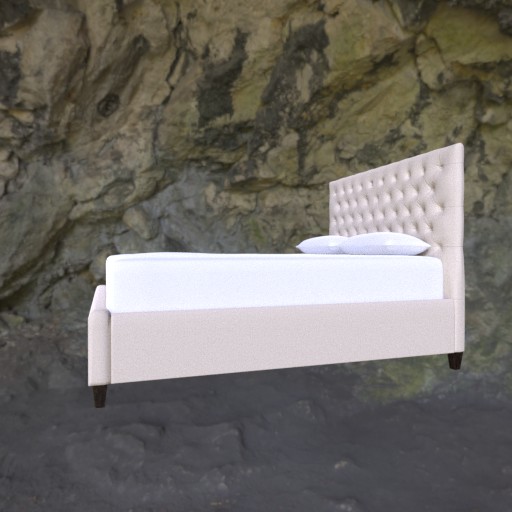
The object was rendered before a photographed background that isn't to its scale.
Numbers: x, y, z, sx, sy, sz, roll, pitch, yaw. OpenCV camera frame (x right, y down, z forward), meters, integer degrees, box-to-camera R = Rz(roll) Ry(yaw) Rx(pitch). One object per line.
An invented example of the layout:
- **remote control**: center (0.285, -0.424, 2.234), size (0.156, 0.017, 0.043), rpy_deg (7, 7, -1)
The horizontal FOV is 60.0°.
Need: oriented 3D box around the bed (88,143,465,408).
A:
- **bed**: center (0.000, 0.000, 3.220), size (2.233, 1.426, 1.696), rpy_deg (0, 1, -19)
